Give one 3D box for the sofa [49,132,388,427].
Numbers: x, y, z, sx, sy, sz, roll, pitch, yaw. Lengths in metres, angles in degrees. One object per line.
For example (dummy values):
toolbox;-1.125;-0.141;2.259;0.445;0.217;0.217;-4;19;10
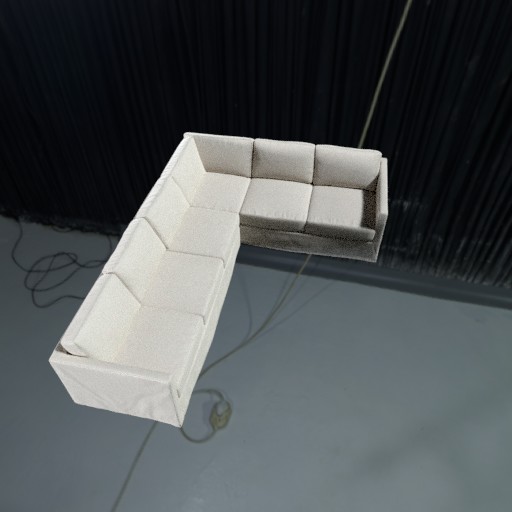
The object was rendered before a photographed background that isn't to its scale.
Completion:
sofa;0.000;0.000;4.289;2.432;0.871;3.182;8;46;8
